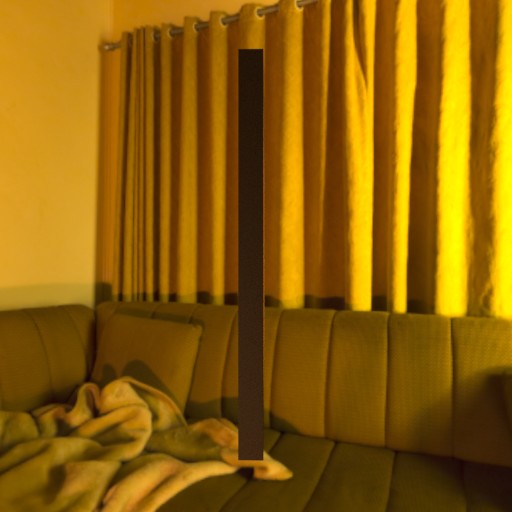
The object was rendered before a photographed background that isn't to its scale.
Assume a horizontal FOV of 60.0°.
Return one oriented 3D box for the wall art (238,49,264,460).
[{"bbox_3d":[0.000,0.000,0.774,0.028,0.460,0.561,0,-1,1],"label":"wall art"}]
